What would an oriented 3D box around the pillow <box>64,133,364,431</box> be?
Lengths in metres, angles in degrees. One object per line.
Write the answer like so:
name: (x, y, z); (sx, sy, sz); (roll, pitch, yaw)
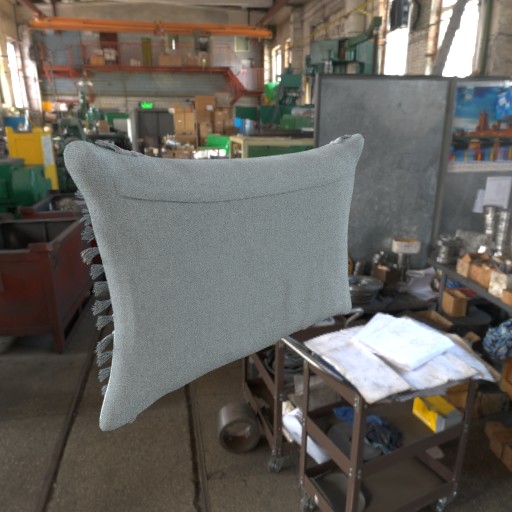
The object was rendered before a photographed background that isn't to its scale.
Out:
pillow: (0.000, 0.000, 0.579); (0.466, 0.305, 0.084); (-16, 23, -42)
